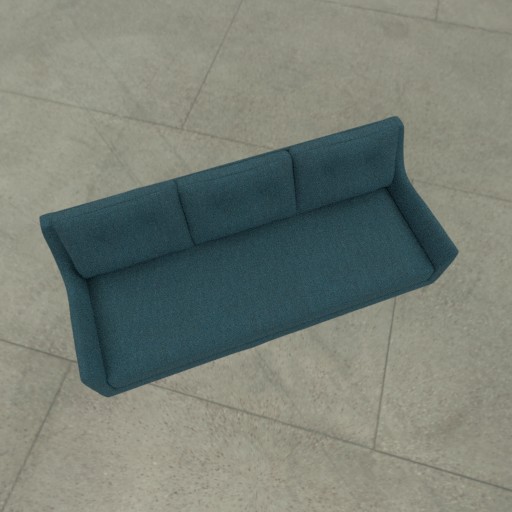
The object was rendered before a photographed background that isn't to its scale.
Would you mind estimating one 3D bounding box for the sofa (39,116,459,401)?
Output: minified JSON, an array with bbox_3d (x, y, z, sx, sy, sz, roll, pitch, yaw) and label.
[{"bbox_3d":[0.000,0.000,2.504,2.060,0.837,0.849,-18,64,-9],"label":"sofa"}]
